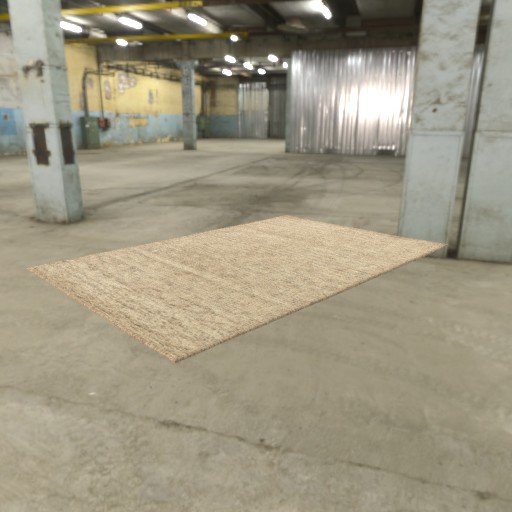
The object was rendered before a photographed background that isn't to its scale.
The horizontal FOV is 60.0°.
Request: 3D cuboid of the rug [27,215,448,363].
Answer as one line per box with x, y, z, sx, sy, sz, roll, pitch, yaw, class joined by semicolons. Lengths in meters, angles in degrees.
0.000;0.000;2.274;1.822;0.018;1.211;-15;22;-42;rug
